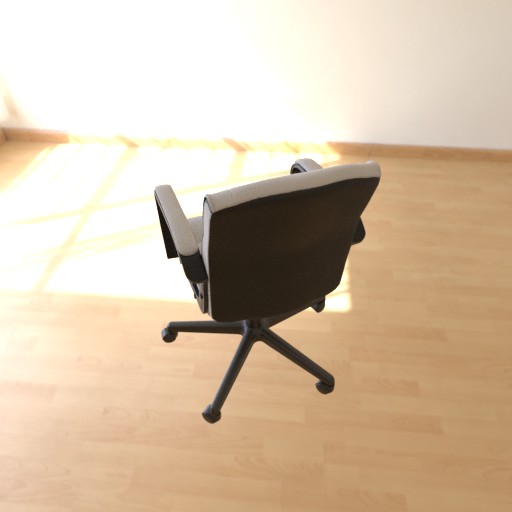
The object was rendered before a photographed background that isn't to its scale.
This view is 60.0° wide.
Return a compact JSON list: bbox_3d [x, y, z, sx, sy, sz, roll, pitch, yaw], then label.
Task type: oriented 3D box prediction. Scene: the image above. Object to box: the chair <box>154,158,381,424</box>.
[{"bbox_3d":[0.000,0.000,1.553,0.739,1.004,0.717,-13,43,-15],"label":"chair"}]
